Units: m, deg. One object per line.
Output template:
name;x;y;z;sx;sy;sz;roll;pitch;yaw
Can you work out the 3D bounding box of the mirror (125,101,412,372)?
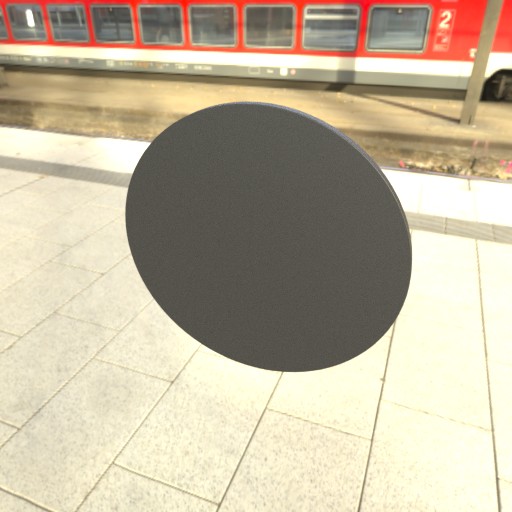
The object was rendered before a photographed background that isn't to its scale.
mirror;0.000;0.000;1.619;1.077;1.077;0.036;10;32;17
